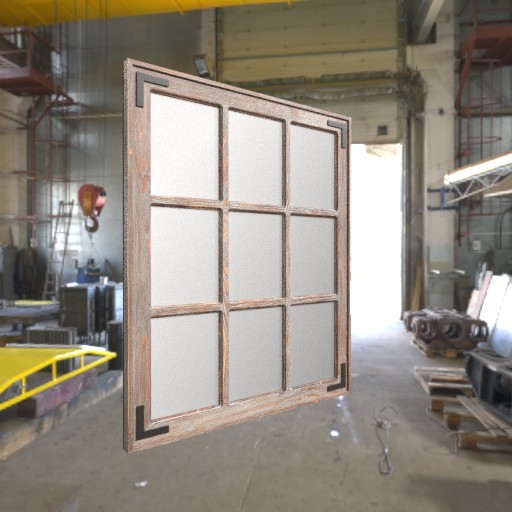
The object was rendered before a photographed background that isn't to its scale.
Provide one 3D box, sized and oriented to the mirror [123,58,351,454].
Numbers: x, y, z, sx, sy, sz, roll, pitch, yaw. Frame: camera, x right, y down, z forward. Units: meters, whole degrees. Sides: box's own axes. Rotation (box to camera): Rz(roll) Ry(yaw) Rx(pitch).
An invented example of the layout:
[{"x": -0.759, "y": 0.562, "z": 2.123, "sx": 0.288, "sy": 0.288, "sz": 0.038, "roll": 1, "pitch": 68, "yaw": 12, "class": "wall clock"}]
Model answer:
[{"x": 0.000, "y": 0.000, "z": 1.215, "sx": 0.730, "sy": 0.882, "sz": 0.032, "roll": 0, "pitch": 0, "yaw": -36, "class": "mirror"}]
